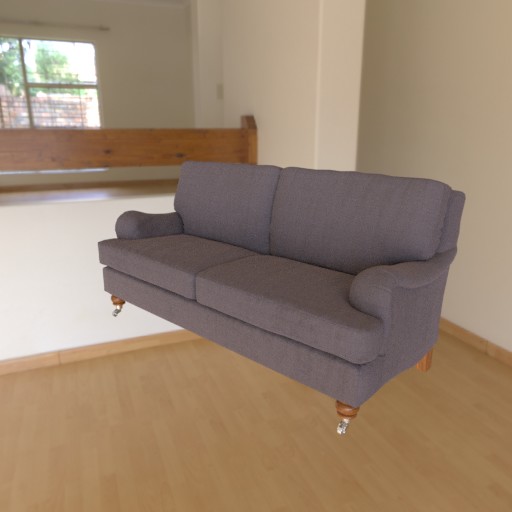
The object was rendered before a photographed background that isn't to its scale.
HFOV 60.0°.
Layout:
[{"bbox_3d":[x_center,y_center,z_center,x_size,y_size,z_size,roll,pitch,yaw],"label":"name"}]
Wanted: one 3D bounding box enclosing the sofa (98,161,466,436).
[{"bbox_3d":[0.000,0.000,2.795,2.165,1.087,1.086,14,21,41],"label":"sofa"}]
